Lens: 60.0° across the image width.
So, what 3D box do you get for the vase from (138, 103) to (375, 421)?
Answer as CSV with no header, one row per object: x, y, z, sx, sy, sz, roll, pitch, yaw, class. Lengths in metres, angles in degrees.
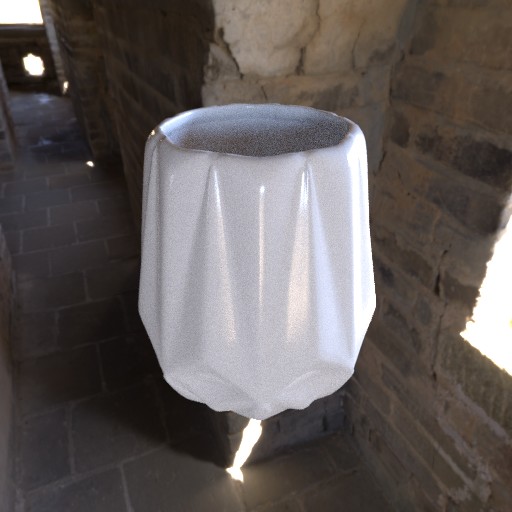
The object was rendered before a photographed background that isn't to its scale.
0.000,0.000,0.258,0.141,0.152,0.141,0,31,0,vase
